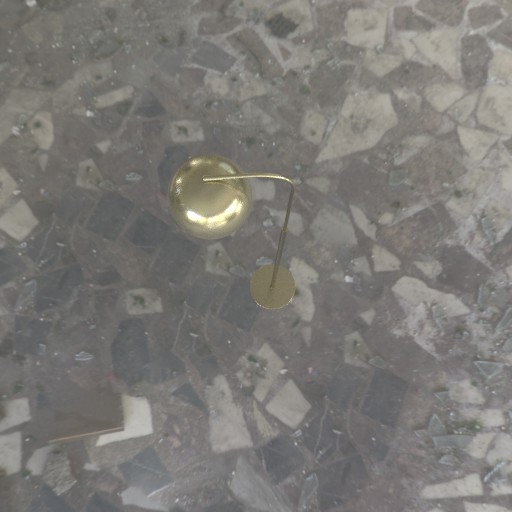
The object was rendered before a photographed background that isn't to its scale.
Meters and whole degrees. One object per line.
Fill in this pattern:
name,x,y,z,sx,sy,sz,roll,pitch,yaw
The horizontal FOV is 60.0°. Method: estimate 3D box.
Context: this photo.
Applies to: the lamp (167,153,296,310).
lamp,0.000,0.000,1.710,0.431,1.526,0.250,-4,76,-1
